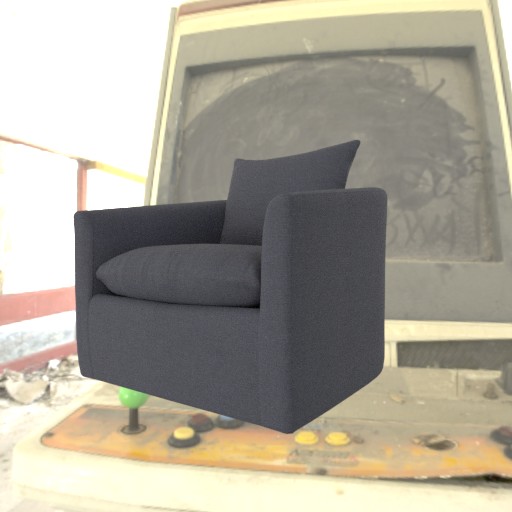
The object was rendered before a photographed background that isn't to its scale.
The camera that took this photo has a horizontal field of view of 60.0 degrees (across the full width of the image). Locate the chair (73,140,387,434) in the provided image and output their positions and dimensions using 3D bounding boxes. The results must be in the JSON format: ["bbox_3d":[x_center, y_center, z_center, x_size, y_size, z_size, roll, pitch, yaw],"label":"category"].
[{"bbox_3d":[0.000,0.000,1.570,0.845,0.848,0.910,1,1,35],"label":"chair"}]
